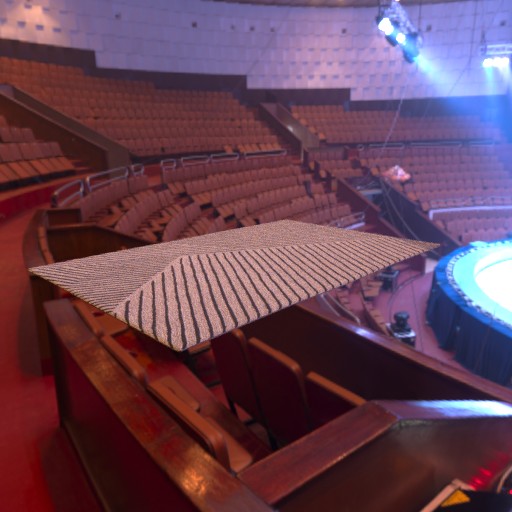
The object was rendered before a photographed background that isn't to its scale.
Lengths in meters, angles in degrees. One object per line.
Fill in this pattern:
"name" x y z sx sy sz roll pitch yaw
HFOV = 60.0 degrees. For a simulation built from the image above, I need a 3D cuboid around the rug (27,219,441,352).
"rug" 0.000 0.000 2.996 1.539 0.023 2.406 14 20 42
